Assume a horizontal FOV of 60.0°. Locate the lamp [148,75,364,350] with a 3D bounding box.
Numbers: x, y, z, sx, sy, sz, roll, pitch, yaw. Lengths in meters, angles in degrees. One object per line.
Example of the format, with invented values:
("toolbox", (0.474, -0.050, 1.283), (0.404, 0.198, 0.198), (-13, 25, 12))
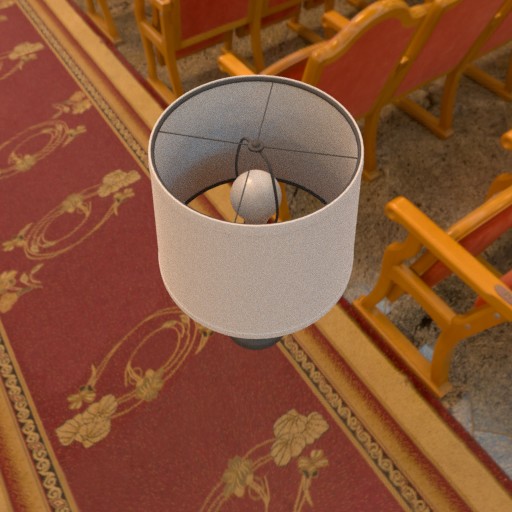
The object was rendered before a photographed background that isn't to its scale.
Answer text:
("lamp", (0.000, 0.000, 0.733), (0.310, 0.501, 0.310), (0, 57, 0))
